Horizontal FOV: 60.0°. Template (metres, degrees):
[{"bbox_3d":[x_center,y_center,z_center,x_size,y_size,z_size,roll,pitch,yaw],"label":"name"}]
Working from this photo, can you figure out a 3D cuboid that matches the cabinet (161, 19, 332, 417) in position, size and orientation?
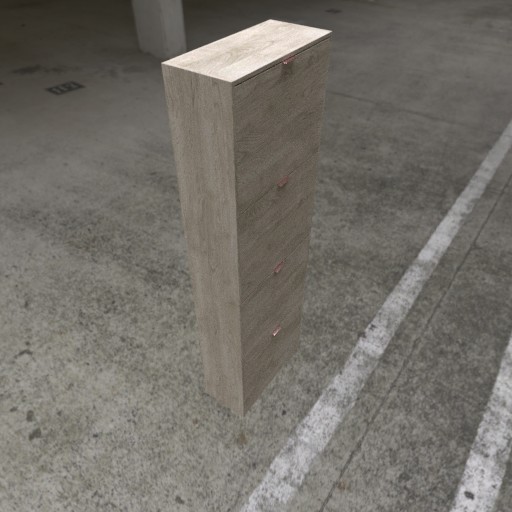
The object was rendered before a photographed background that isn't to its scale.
[{"bbox_3d":[0.000,0.000,1.825,0.250,1.630,0.520,25,48,25],"label":"cabinet"}]
